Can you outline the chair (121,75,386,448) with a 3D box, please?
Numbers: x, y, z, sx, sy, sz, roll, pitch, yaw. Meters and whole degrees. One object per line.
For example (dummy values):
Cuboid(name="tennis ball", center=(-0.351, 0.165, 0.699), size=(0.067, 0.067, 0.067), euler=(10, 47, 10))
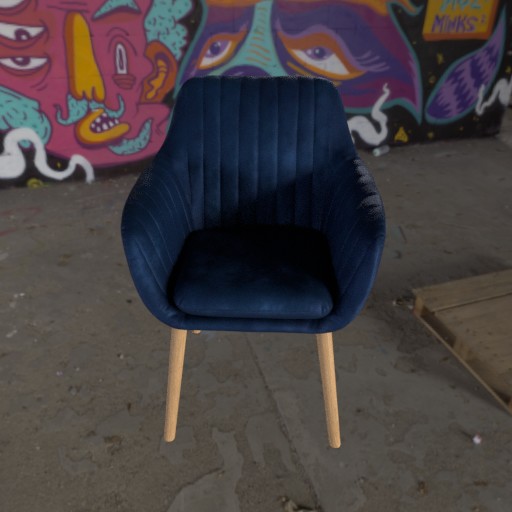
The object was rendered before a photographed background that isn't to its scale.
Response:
Cuboid(name="chair", center=(0.000, 0.000, 1.197), size=(0.578, 0.826, 0.573), euler=(1, 32, 2))
